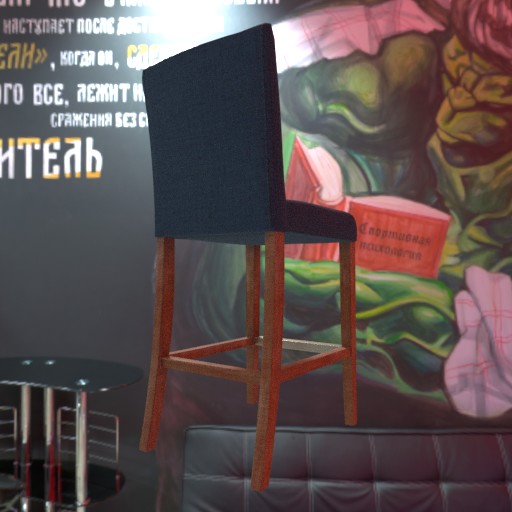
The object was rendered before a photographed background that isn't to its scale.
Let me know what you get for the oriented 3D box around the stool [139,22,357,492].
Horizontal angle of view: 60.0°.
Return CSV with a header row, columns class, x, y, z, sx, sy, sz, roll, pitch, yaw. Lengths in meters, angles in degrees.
class,x,y,z,sx,sy,sz,roll,pitch,yaw
stool,0.000,0.000,1.358,0.454,1.088,0.574,-1,-2,35
